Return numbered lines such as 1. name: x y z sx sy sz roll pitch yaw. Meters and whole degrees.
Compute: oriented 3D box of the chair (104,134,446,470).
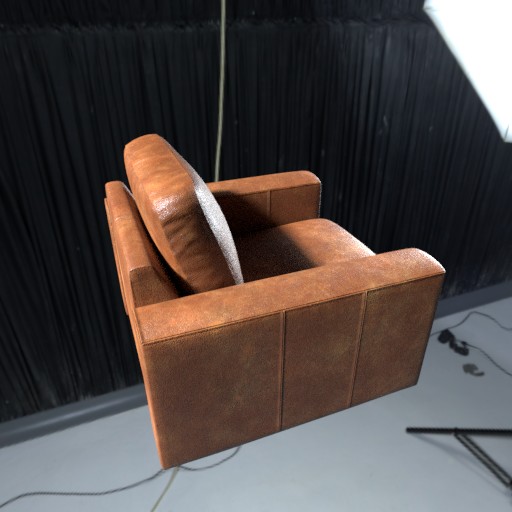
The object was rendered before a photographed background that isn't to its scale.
1. chair: 0.000 0.000 1.731 1.016 0.873 1.005 -11 33 -18
